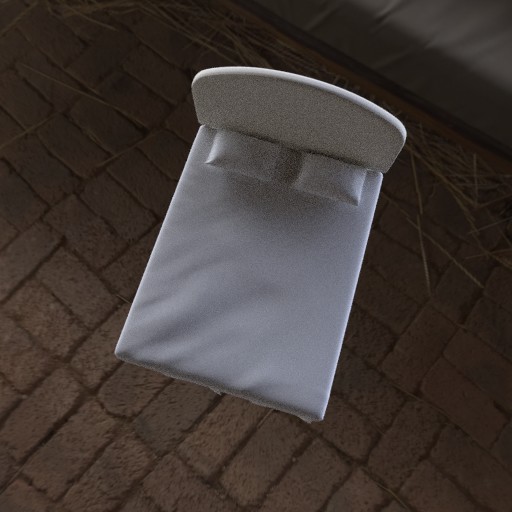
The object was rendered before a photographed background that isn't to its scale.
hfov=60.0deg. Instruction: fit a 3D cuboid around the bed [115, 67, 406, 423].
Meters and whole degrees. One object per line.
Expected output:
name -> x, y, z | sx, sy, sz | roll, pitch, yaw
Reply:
bed -> 0.000, 0.000, 3.138 | 1.607, 1.410, 2.005 | 16, 75, 4
